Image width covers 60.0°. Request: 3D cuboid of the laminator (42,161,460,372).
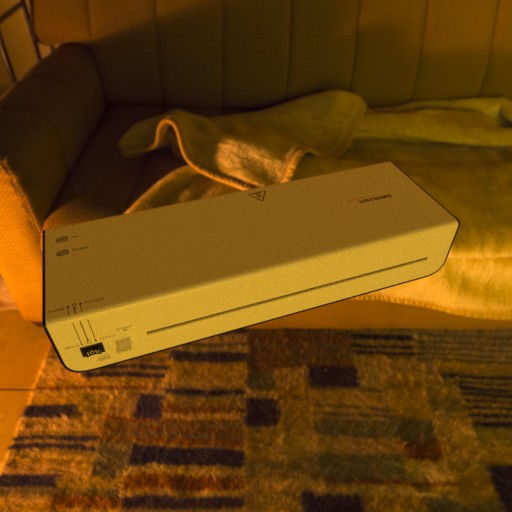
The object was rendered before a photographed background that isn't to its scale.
[{"bbox_3d":[0.000,0.000,0.395,0.340,0.062,0.123,-13,44,-14],"label":"laminator"}]
